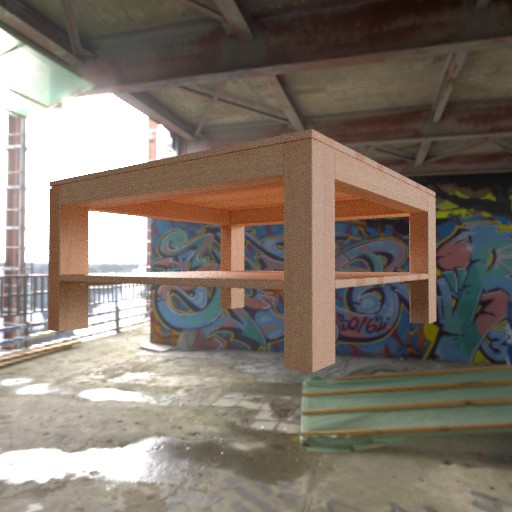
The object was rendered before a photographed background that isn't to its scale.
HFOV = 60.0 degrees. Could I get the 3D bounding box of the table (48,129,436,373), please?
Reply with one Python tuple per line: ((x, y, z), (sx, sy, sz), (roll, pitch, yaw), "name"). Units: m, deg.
((0.000, 0.000, 1.444), (0.900, 0.450, 0.900), (-1, -1, 36), "table")
